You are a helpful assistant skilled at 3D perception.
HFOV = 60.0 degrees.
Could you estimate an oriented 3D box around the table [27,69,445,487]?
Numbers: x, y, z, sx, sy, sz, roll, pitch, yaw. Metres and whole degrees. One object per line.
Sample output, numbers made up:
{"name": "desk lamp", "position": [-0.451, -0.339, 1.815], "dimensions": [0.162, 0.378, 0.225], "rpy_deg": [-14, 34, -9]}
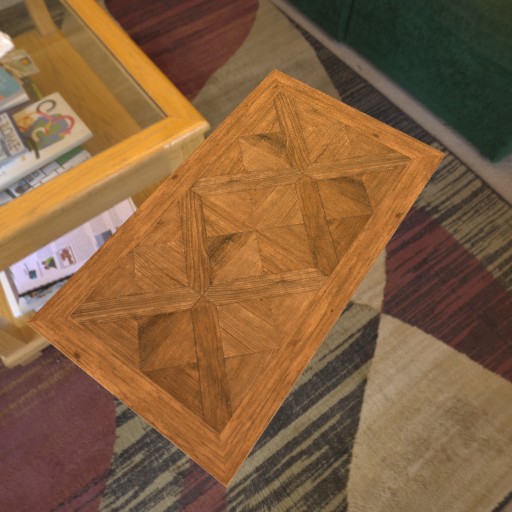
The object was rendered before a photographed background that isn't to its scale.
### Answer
{"name": "table", "position": [0.000, 0.000, 1.744], "dimensions": [0.800, 0.410, 1.400], "rpy_deg": [33, 68, 15]}
